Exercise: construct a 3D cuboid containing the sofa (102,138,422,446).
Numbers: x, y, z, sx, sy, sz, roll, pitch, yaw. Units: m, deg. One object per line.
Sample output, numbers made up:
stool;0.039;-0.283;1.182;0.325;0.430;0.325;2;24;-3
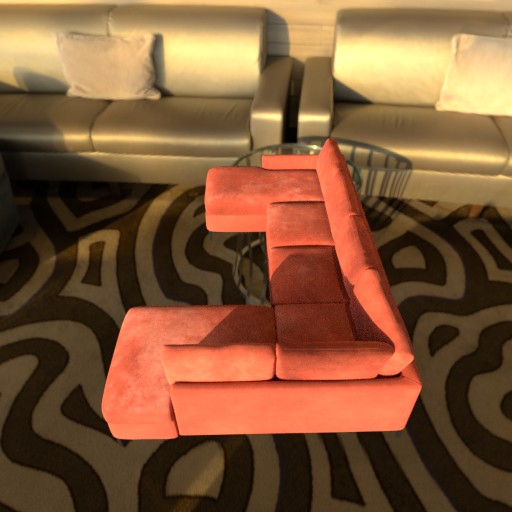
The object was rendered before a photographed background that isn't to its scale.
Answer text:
sofa;0.000;0.000;3.838;1.981;0.858;2.971;-1;41;-1
